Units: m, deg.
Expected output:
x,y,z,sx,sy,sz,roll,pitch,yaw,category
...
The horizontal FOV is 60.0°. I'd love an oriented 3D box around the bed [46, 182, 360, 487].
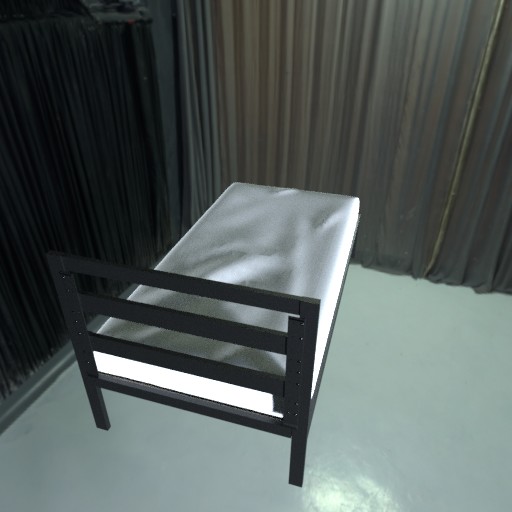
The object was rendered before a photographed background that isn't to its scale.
x,y,z,sx,sy,sz,roll,pitch,yaw,category
0.000,0.000,2.494,0.991,0.967,1.930,9,33,15,bed
